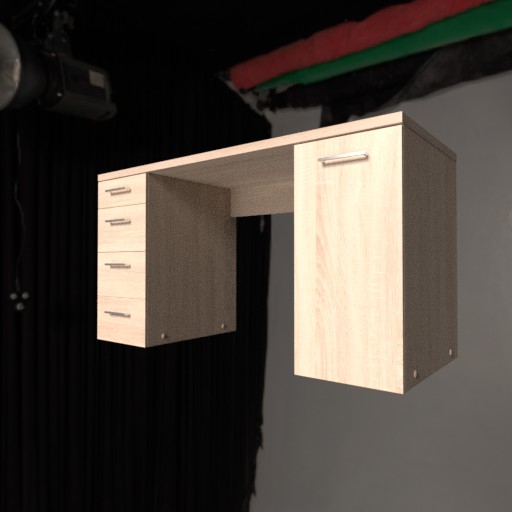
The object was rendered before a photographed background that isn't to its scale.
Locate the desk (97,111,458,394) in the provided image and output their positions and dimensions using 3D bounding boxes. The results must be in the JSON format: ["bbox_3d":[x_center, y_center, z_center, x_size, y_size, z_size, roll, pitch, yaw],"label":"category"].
[{"bbox_3d":[0.000,0.000,1.794,1.390,0.740,0.600,-1,-1,38],"label":"desk"}]
